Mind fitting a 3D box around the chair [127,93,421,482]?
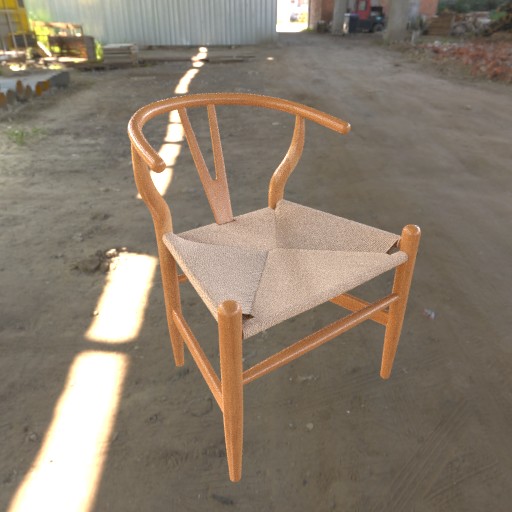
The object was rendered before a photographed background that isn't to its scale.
[{"bbox_3d":[0.000,0.000,1.152,0.569,0.730,0.579,-20,34,-32],"label":"chair"}]
